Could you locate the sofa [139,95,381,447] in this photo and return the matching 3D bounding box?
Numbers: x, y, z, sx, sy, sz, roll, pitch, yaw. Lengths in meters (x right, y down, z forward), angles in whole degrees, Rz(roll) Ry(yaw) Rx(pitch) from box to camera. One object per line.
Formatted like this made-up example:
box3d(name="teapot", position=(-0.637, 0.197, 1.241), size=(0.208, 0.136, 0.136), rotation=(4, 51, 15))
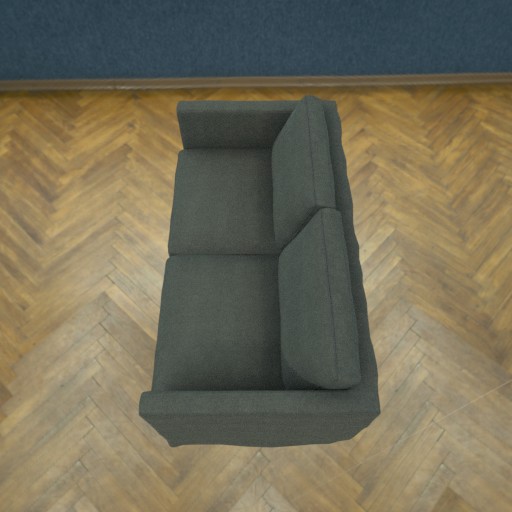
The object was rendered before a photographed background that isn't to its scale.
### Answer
box3d(name="sofa", position=(0.000, 0.000, 2.390), size=(0.974, 0.854, 1.802), rotation=(0, 59, 0))
